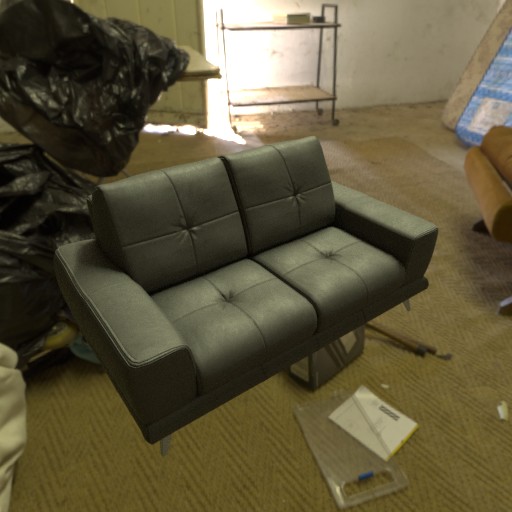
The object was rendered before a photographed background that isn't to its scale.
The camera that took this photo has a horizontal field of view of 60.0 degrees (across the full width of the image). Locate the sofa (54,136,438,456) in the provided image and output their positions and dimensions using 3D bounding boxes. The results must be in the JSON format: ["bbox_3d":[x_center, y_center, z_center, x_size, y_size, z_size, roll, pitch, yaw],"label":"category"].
[{"bbox_3d":[0.000,0.000,2.326,1.806,0.907,1.018,-21,37,-30],"label":"sofa"}]
